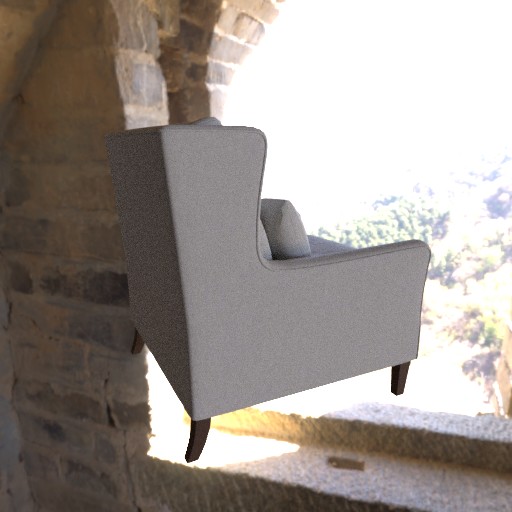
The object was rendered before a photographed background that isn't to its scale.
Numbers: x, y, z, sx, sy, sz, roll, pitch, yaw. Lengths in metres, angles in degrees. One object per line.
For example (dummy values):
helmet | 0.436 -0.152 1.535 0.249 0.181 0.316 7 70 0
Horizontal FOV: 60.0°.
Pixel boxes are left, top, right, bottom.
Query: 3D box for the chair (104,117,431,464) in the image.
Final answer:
chair | 0.000 0.000 1.851 1.040 1.056 0.982 -7 16 -26
